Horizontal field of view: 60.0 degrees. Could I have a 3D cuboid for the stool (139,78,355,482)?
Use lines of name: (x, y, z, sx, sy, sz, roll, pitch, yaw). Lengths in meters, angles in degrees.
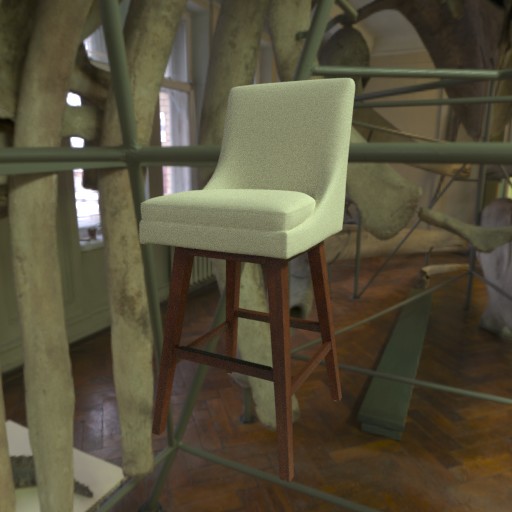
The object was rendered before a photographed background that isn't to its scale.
stool: (0.000, 0.000, 1.391, 0.470, 1.097, 0.559, 7, 14, 27)
